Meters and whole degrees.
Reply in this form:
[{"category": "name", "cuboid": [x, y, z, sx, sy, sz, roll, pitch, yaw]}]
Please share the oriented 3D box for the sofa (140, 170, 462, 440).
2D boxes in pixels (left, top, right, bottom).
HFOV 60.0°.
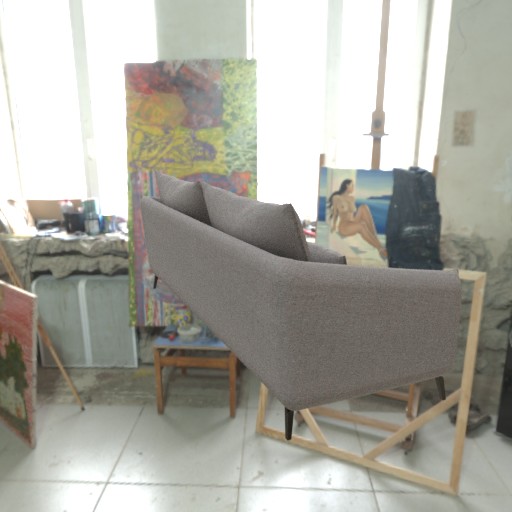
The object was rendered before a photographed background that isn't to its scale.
[{"category": "sofa", "cuboid": [0.000, 0.000, 2.398, 0.809, 0.833, 2.022, -8, 17, -26]}]
